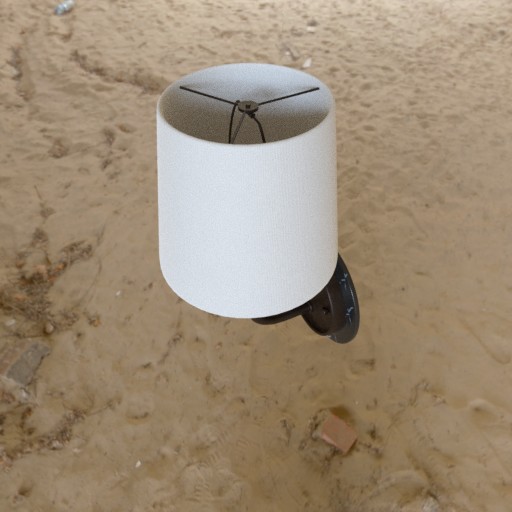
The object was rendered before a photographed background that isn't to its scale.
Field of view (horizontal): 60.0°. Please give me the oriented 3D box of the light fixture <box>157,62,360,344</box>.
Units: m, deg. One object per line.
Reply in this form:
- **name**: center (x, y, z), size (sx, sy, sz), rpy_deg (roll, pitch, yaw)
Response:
- **light fixture**: center (0.000, 0.000, 0.445), size (0.188, 0.337, 0.168), rpy_deg (-19, 49, -17)
